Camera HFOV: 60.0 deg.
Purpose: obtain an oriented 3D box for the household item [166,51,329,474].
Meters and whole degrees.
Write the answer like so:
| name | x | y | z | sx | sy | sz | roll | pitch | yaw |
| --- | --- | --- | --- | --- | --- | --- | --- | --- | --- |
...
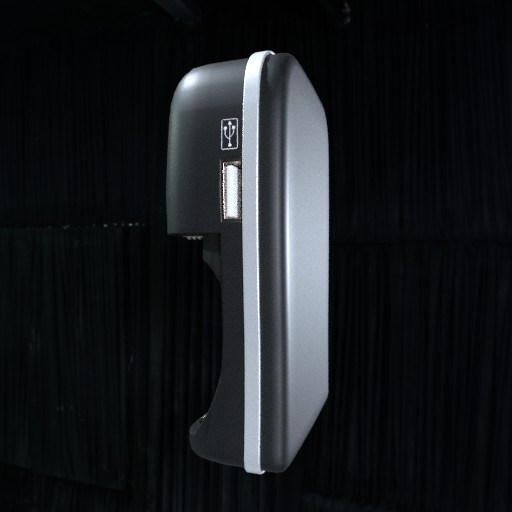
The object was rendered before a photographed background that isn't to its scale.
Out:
| name | x | y | z | sx | sy | sz | roll | pitch | yaw |
| --- | --- | --- | --- | --- | --- | --- | --- | --- | --- |
| household item | 0.000 | 0.000 | 0.146 | 0.038 | 0.114 | 0.070 | 0 | 0 | 19 |
